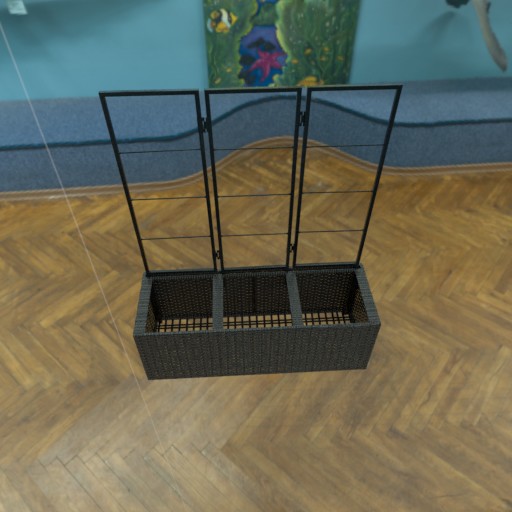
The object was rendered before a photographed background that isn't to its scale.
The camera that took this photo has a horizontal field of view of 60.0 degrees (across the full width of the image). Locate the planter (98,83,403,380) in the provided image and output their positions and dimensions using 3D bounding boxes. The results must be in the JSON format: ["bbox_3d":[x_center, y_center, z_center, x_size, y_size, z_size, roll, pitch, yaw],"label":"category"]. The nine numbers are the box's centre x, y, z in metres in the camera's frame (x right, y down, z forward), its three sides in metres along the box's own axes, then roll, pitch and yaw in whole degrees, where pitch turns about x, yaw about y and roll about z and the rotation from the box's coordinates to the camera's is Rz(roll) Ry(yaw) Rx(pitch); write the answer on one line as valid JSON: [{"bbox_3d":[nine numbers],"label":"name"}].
[{"bbox_3d":[0.000,0.000,1.199,0.699,0.841,0.244,-2,46,-2],"label":"planter"}]
